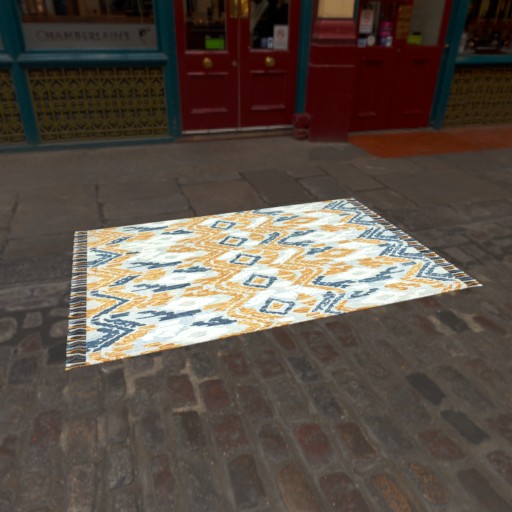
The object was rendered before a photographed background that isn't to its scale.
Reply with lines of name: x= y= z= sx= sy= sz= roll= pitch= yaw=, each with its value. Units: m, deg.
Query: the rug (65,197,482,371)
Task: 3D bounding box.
rug: x=0.000 y=0.000 z=2.326 sx=1.827 sy=0.008 sz=1.230 roll=-9 pitch=29 yaw=-16
